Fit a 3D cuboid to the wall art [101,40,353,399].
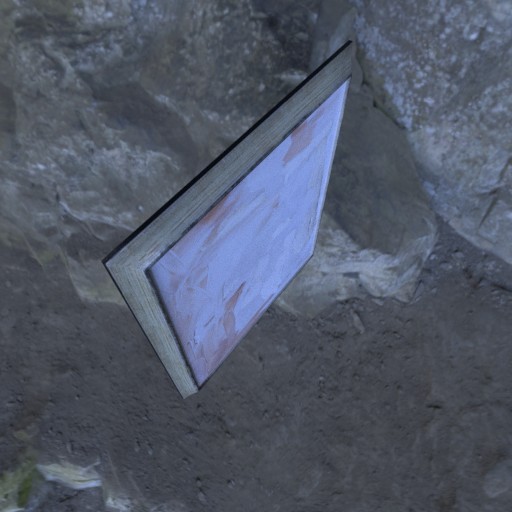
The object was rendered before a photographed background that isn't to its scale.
[{"bbox_3d":[0.000,0.000,0.631,0.023,0.457,0.381,34,65,19],"label":"wall art"}]
